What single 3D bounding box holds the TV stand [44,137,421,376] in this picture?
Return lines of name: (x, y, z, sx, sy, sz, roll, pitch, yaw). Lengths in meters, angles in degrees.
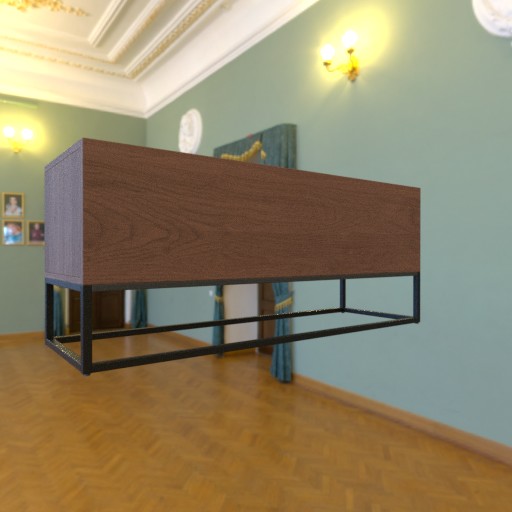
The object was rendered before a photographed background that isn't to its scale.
TV stand: (0.000, 0.000, 1.446, 1.200, 0.500, 0.415, 0, 0, -36)
